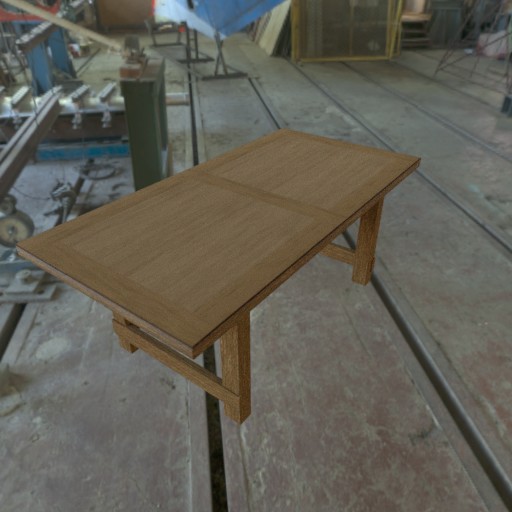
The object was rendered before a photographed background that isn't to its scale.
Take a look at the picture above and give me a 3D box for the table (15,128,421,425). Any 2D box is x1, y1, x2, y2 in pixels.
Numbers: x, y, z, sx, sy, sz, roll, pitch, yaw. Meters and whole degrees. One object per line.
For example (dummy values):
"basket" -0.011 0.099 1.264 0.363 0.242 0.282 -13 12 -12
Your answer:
"table" 0.000 0.000 2.444 1.000 0.762 1.982 22 39 30
